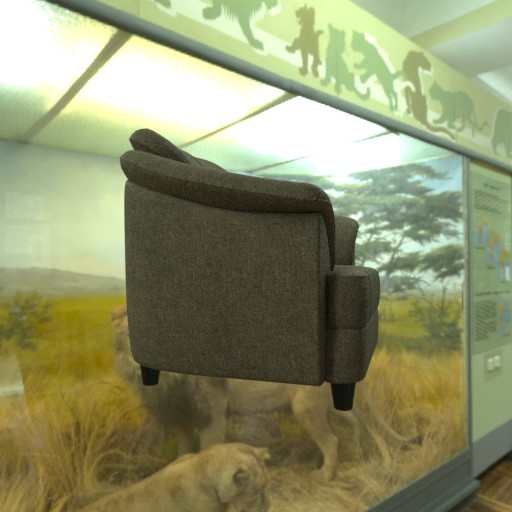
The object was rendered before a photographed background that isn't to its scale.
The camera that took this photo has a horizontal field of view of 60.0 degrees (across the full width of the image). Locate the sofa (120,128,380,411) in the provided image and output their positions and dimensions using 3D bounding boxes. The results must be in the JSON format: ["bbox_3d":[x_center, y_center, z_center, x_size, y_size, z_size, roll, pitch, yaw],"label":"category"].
[{"bbox_3d":[0.000,0.000,1.517,0.794,0.811,0.870,0,-1,19],"label":"sofa"}]
